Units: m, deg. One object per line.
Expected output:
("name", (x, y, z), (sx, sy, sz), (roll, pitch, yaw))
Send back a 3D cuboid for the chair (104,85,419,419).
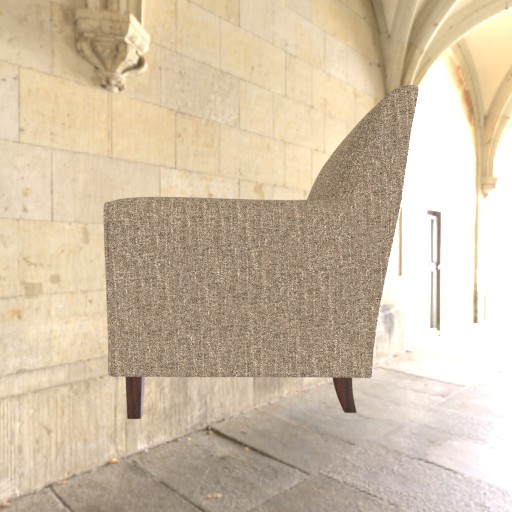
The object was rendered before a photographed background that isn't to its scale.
("chair", (0.000, 0.000, 1.604), (0.873, 0.928, 0.864), (0, 1, 0))
